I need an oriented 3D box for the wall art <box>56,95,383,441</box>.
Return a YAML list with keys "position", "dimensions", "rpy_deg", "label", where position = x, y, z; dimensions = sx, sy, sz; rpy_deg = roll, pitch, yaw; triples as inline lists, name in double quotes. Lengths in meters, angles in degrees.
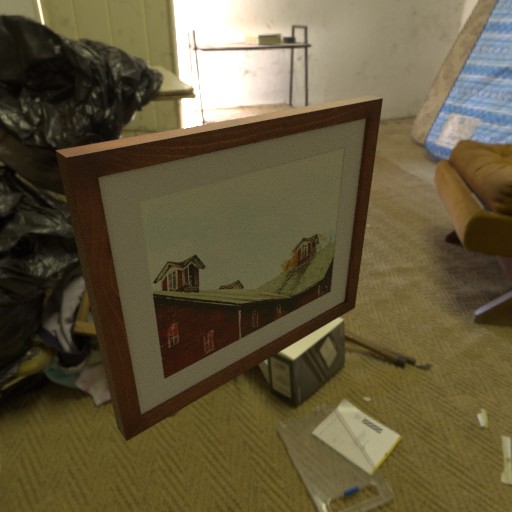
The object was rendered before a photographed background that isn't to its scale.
- position: [0.000, 0.000, 0.754]
  dimensions: [0.558, 0.457, 0.033]
  rpy_deg: [-22, 36, -34]
  label: "wall art"
